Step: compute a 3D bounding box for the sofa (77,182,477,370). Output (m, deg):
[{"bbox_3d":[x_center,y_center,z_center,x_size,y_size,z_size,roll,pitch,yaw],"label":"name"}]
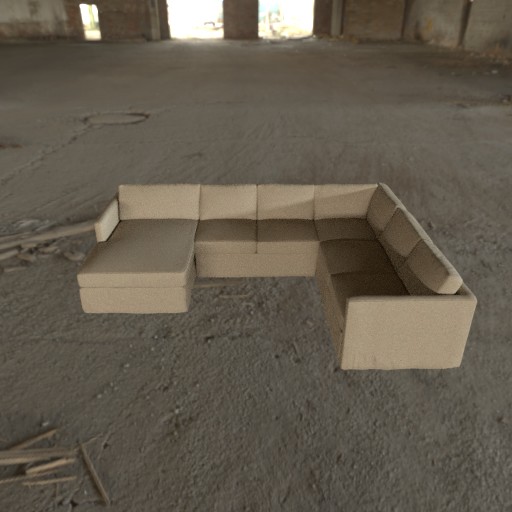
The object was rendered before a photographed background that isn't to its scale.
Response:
[{"bbox_3d":[0.000,0.000,4.631,3.528,0.878,2.476,0,29,-1],"label":"sofa"}]
